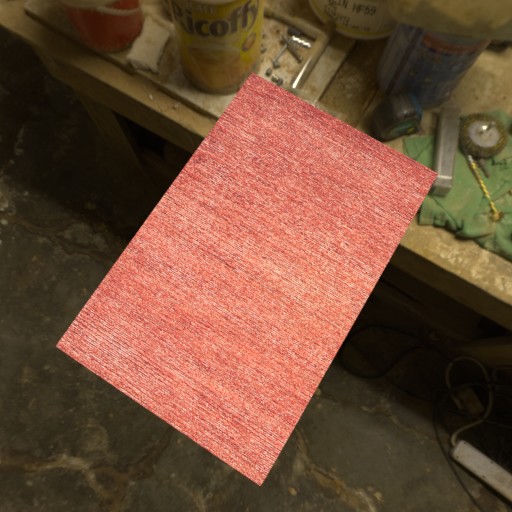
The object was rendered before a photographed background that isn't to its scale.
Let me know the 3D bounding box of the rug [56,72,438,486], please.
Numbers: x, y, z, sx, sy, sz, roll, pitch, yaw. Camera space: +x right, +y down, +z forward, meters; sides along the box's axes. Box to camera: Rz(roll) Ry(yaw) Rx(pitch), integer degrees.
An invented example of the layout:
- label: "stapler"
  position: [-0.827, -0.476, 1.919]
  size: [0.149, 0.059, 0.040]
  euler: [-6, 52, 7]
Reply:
- label: "rug"
  position: [0.000, 0.000, 2.193]
  size: [1.139, 0.011, 1.747]
  euler: [31, 78, 7]
